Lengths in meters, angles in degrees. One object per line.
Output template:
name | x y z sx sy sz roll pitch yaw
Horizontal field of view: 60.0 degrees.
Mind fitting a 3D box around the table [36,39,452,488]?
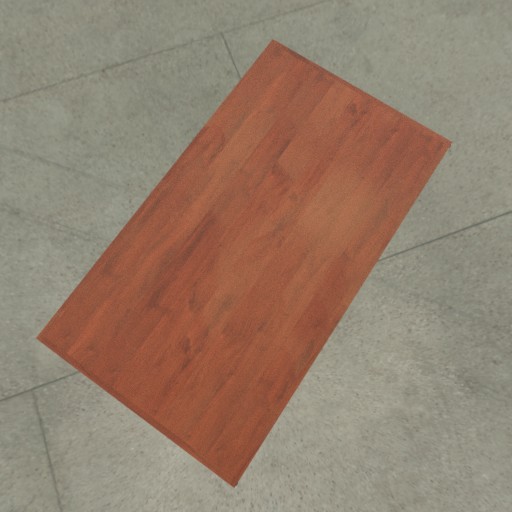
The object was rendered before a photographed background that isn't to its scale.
table | 0.000 0.000 1.396 0.610 0.457 1.067 33 78 8
